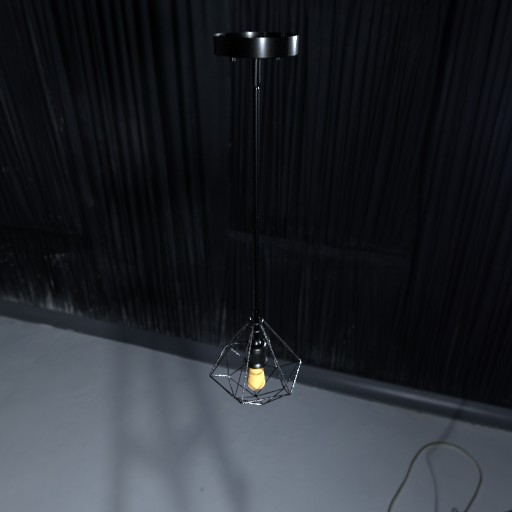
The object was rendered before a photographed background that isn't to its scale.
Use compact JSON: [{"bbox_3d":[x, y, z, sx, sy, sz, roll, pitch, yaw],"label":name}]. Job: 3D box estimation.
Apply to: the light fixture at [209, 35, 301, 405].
[{"bbox_3d":[0.000,0.000,1.972,0.431,1.764,0.487,9,31,15],"label":"light fixture"}]
